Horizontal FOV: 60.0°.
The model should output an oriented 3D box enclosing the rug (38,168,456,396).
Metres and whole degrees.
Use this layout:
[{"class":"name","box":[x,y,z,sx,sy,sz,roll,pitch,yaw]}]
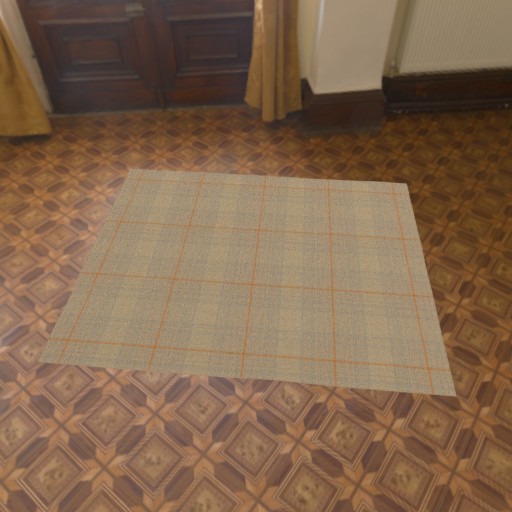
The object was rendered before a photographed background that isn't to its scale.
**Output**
[{"class":"rug","box":[0.000,0.000,4.041,3.051,0.021,2.448,4,47,4]}]
